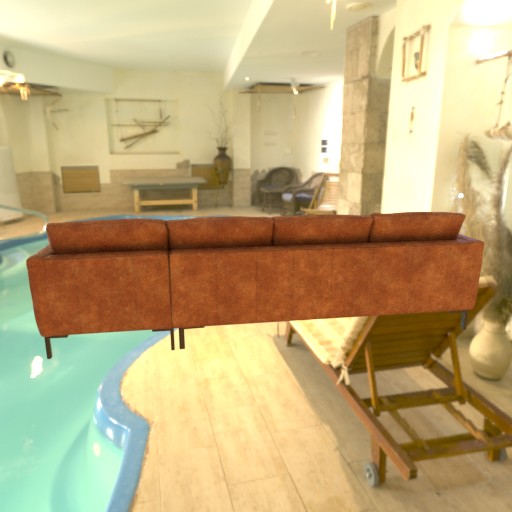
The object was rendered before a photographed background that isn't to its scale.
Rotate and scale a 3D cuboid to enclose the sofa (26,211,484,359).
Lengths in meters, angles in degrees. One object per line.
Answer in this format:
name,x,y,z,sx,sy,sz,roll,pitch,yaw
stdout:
sofa,0.000,0.000,3.576,2.993,0.859,1.471,-2,15,-9
